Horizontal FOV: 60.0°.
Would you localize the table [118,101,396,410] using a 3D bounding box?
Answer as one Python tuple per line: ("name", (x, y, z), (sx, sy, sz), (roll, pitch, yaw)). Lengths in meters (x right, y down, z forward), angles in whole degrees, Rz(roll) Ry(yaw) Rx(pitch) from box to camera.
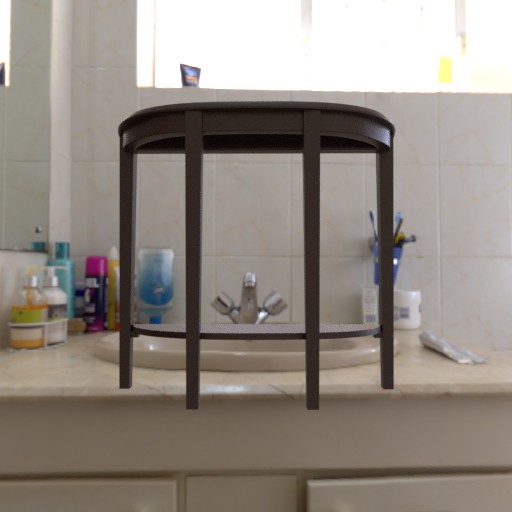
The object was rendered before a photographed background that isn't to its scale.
("table", (0.000, 0.000, 1.314), (0.909, 0.831, 0.274), (0, -2, 1))
